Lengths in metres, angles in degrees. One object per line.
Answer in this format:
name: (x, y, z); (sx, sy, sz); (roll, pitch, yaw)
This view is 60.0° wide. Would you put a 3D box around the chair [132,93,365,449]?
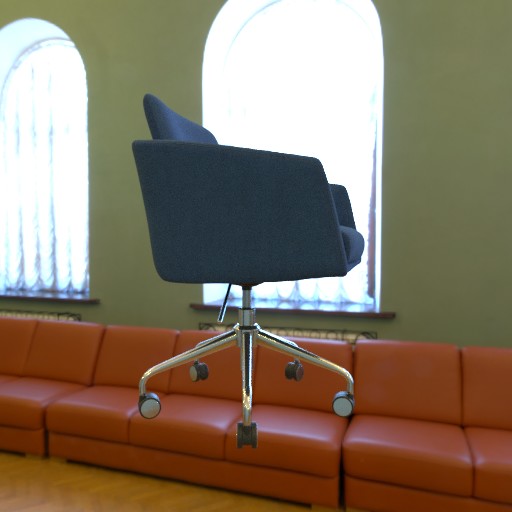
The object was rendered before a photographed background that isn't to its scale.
chair: (0.000, 0.000, 1.338); (0.635, 0.908, 0.641); (0, 2, 17)
